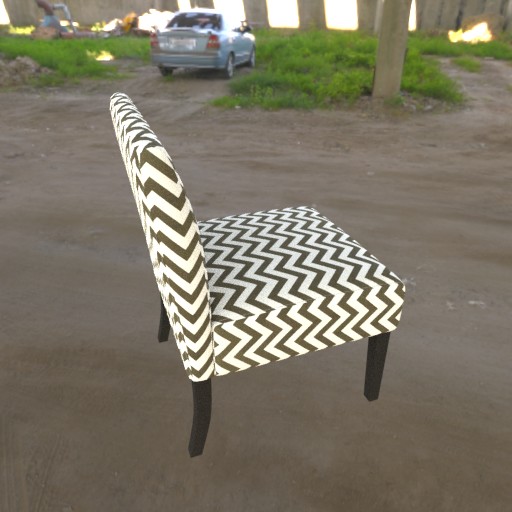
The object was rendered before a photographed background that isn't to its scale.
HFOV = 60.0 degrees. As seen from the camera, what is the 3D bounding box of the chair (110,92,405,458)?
[{"bbox_3d":[0.000,0.000,1.263,0.648,0.838,0.589,-10,31,-18],"label":"chair"}]
